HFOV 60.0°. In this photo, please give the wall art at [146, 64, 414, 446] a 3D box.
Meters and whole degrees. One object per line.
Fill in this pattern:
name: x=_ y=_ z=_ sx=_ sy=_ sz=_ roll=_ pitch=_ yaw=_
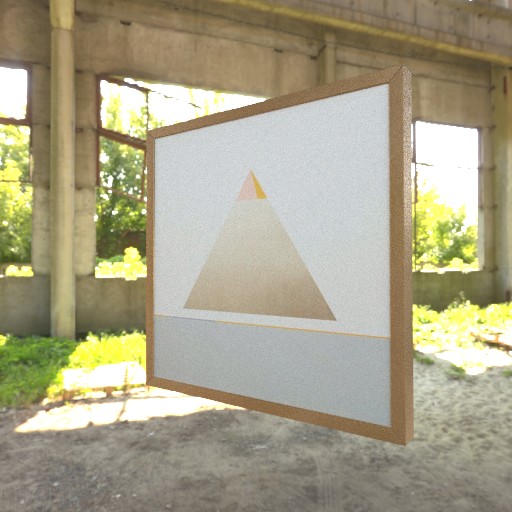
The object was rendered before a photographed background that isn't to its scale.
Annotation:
wall art: x=0.000 y=0.000 z=0.756 sx=0.513 sy=0.511 sz=0.038 roll=-1 pitch=-1 yaw=35
